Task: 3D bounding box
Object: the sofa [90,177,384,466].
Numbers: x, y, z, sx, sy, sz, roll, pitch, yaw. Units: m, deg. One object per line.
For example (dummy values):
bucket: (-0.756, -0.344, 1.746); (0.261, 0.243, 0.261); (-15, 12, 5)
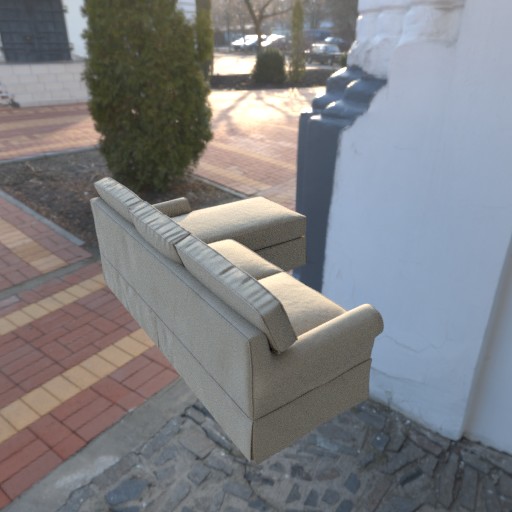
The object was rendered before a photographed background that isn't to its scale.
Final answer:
sofa: (0.000, 0.000, 3.388); (1.733, 0.978, 2.475); (-17, 31, -31)
